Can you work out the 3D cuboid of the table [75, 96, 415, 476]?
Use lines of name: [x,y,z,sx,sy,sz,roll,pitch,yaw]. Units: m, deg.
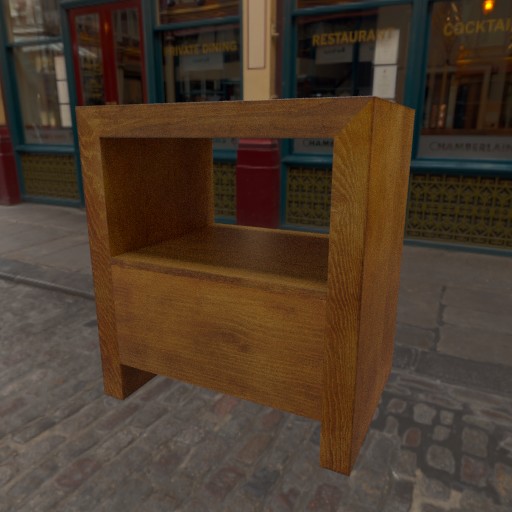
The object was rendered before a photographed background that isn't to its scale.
table: [0.000,0.000,0.956,0.550,0.605,0.400,8,17,25]
